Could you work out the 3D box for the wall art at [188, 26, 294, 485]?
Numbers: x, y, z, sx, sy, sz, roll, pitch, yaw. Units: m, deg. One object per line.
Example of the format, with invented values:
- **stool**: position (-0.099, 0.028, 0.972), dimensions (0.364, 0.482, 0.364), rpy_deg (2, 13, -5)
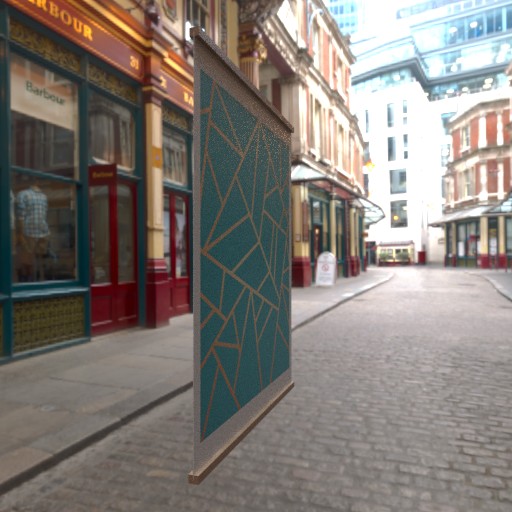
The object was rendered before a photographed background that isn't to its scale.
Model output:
- **wall art**: position (0.000, 0.000, 0.683), dimensions (0.012, 0.508, 0.405), rpy_deg (0, -1, 20)
